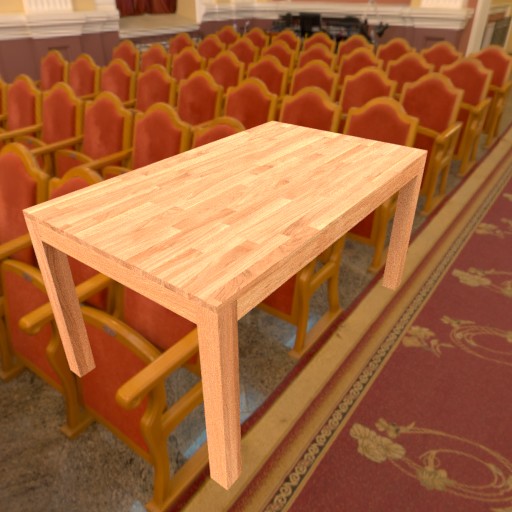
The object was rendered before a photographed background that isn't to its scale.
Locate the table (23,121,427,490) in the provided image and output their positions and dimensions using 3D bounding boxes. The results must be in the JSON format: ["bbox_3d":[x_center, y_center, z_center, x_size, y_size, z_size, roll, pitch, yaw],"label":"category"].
[{"bbox_3d":[0.000,0.000,2.018,0.900,0.770,1.500,22,37,31],"label":"table"}]
